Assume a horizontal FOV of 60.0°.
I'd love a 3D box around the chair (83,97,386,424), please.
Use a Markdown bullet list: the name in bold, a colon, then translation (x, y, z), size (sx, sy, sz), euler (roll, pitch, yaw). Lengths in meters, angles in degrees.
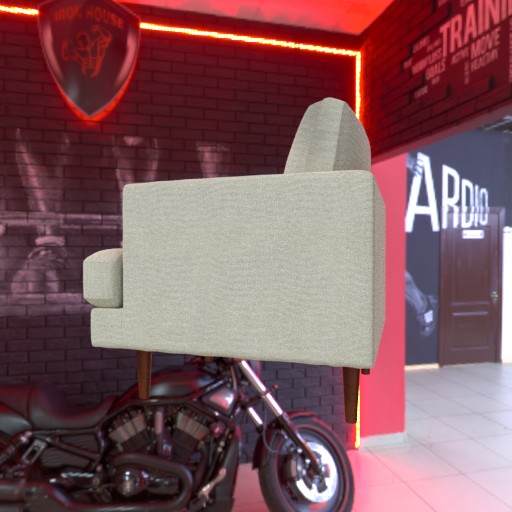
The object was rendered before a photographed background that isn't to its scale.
- **chair**: translation (0.000, 0.000, 1.648), size (0.899, 0.957, 0.858), euler (0, 1, 18)
